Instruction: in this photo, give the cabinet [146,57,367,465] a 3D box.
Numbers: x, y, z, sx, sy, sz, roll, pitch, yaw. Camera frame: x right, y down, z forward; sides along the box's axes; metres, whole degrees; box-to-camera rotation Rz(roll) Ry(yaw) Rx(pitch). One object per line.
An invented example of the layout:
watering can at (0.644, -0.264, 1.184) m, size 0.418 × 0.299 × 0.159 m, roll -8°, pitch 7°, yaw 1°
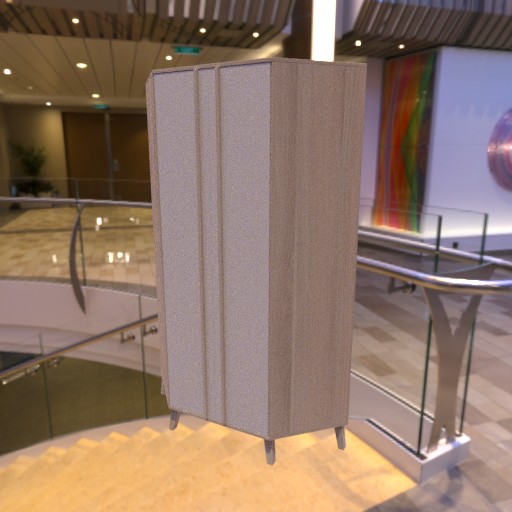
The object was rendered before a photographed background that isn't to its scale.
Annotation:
cabinet at (0.000, 0.000, 2.611) m, size 1.272 × 1.957 × 0.969 m, roll 7°, pitch 15°, yaw 27°
